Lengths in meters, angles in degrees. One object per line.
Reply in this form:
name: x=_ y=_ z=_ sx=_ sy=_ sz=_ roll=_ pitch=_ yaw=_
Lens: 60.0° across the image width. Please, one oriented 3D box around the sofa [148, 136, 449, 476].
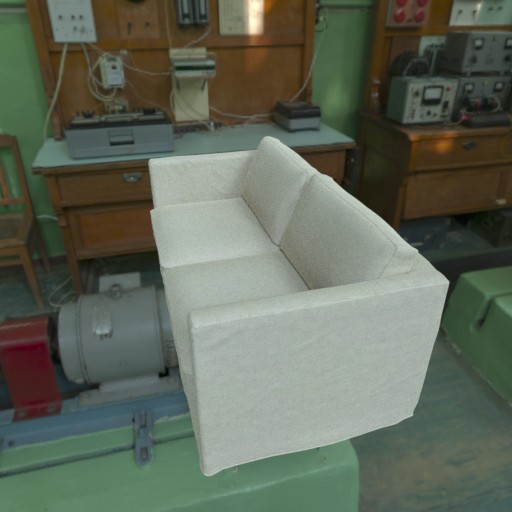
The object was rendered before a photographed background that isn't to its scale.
sofa: x=0.000 y=0.000 z=2.282 sx=0.962 sy=0.835 sz=1.719 roll=-8 pitch=31 yaw=-14
